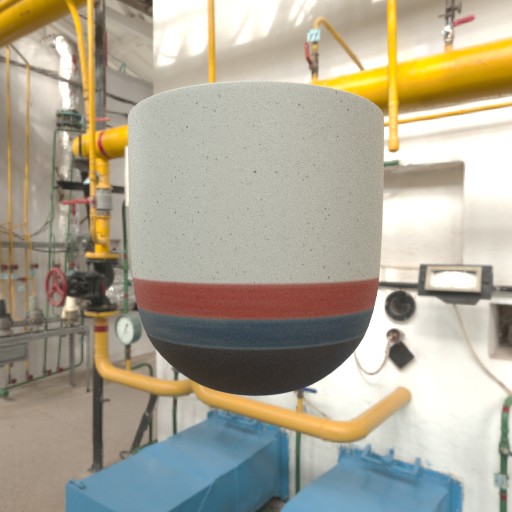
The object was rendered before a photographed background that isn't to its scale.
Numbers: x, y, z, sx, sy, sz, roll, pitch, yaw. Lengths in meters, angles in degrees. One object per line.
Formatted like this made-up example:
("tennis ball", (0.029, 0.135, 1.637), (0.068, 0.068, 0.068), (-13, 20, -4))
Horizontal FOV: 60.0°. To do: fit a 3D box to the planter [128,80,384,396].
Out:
("planter", (0.000, 0.000, 0.368), (0.204, 0.214, 0.204), (0, 1, 0))
